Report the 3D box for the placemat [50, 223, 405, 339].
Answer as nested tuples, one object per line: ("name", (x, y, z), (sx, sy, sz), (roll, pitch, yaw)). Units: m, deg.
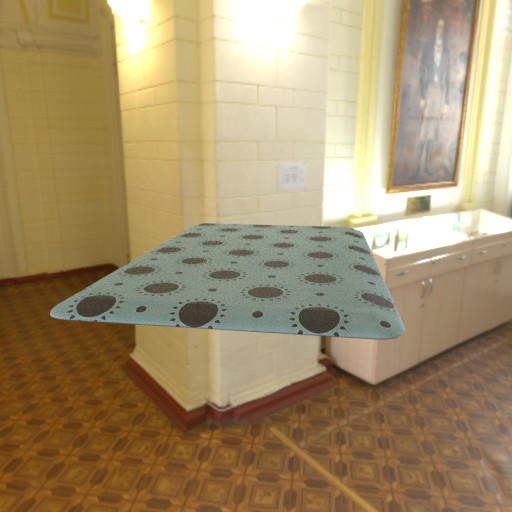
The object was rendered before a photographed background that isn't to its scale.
("placemat", (0.000, 0.000, 0.957), (0.508, 0.021, 0.762), (2, 14, 8))
